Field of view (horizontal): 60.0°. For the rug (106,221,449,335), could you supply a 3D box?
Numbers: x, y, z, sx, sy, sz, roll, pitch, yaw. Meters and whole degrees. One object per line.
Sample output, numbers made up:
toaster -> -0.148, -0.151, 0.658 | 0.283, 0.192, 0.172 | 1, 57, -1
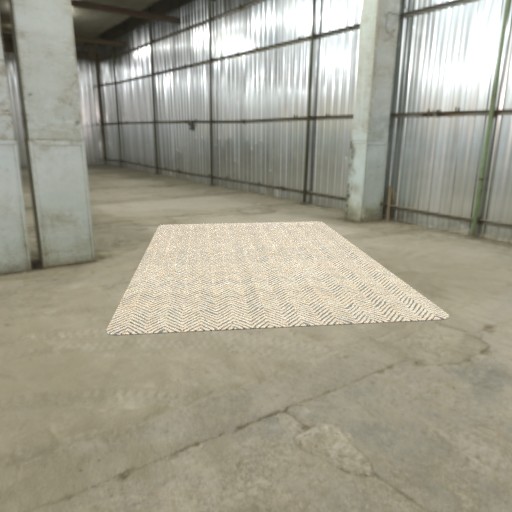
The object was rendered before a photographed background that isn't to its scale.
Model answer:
rug -> 0.000, 0.000, 2.273 | 1.144, 0.008, 1.752 | -2, 15, -6
